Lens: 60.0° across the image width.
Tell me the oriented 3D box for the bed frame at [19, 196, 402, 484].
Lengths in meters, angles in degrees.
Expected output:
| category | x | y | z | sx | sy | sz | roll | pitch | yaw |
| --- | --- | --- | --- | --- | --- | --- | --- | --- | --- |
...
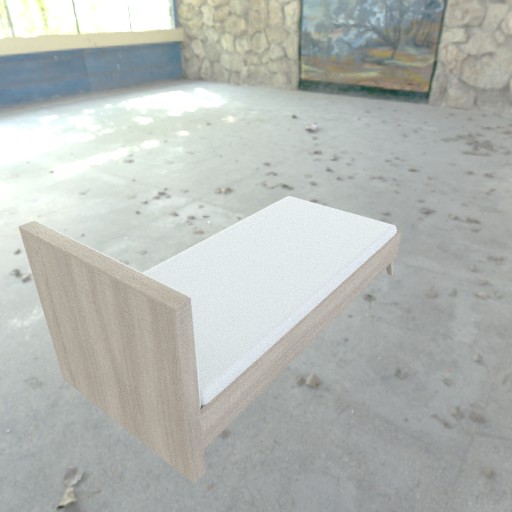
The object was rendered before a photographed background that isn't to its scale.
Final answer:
| category | x | y | z | sx | sy | sz | roll | pitch | yaw |
| --- | --- | --- | --- | --- | --- | --- | --- | --- | --- |
| bed frame | 0.000 | 0.000 | 2.651 | 0.990 | 0.920 | 2.140 | 21 | 36 | 32 |
